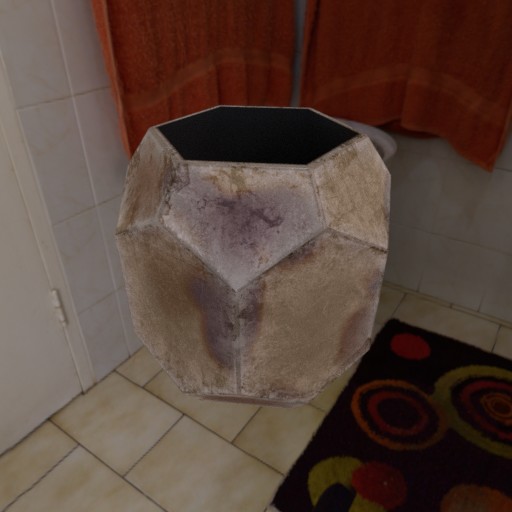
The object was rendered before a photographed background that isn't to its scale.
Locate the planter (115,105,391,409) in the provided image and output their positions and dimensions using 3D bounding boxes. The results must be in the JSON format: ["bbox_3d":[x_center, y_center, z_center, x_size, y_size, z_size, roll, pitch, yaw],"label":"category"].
[{"bbox_3d":[0.000,0.000,0.417,0.243,0.238,0.221,22,39,30],"label":"planter"}]
